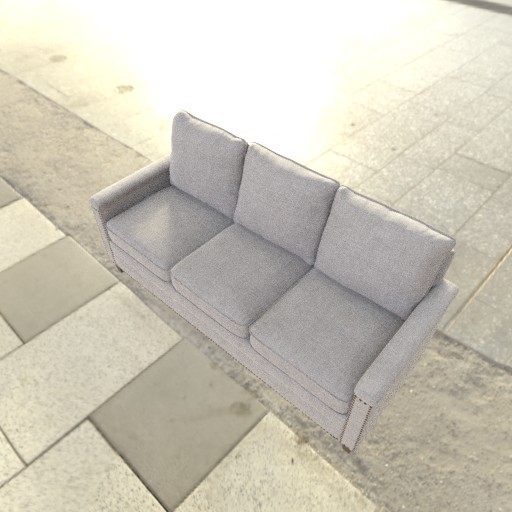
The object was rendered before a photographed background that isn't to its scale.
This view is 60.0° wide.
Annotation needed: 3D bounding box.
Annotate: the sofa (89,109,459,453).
[{"bbox_3d":[0.000,0.000,2.444,1.925,0.959,0.828,32,54,27],"label":"sofa"}]
